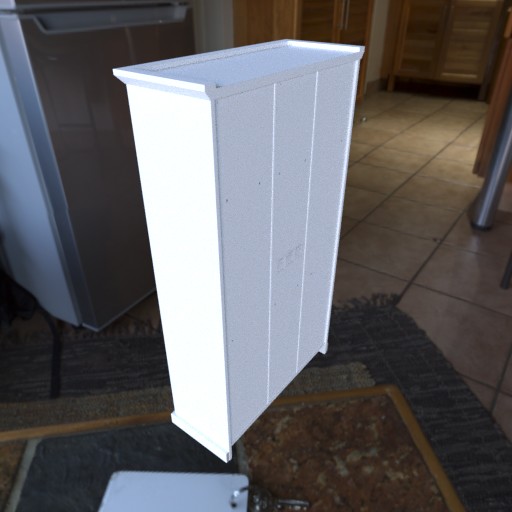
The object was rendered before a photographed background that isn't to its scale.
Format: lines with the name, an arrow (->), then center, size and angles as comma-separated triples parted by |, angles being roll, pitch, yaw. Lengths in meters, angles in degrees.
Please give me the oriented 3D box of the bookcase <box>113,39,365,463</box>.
bookcase -> 0.000, 0.000, 2.264 | 0.432, 1.880, 1.050 | 23, 39, 31
